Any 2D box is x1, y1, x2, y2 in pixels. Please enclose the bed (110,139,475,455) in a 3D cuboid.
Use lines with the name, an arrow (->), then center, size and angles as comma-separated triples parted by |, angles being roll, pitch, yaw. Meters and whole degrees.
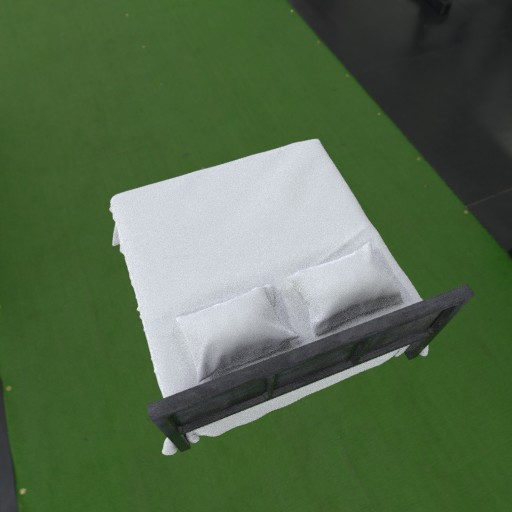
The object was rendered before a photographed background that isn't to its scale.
bed -> 0.000, 0.000, 3.501 | 2.255, 1.158, 2.165 | -18, 60, -11
